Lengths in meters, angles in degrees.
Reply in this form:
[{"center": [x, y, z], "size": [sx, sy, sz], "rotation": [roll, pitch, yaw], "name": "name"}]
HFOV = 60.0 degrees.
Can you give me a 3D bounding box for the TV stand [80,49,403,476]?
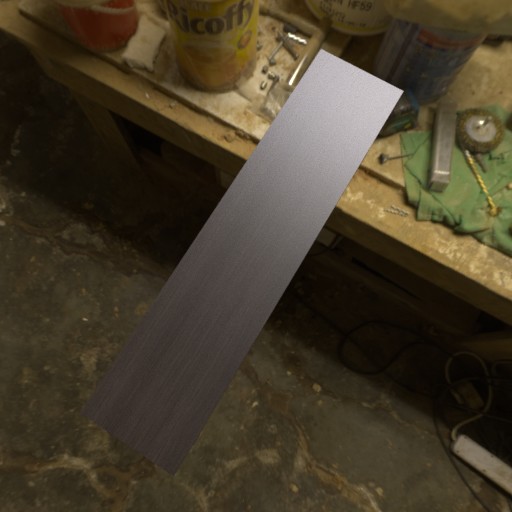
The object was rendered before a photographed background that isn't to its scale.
[{"center": [0.000, 0.000, 2.047], "size": [0.406, 0.610, 1.778], "rotation": [30, 78, 7], "name": "TV stand"}]
